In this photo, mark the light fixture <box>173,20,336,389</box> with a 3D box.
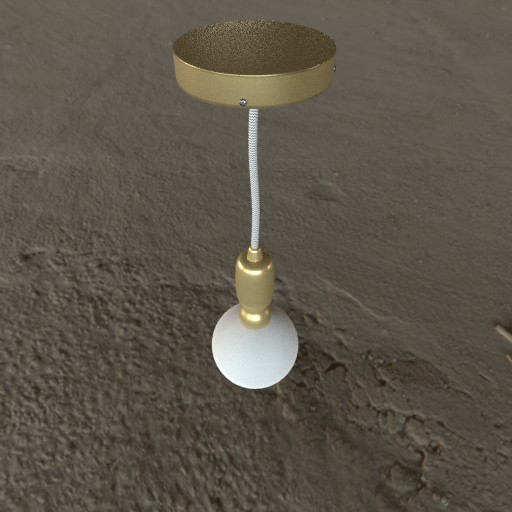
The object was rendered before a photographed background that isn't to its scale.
[{"bbox_3d":[0.000,0.000,0.564,0.146,0.510,0.147,0,43,0],"label":"light fixture"}]
